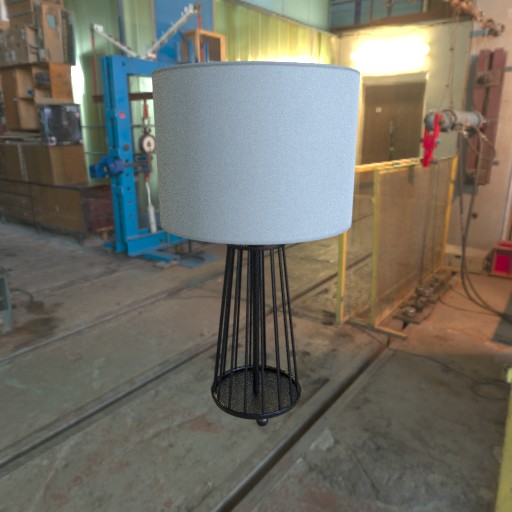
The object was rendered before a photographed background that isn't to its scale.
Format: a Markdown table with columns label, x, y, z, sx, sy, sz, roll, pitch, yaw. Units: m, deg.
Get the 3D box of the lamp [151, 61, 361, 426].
| label | x | y | z | sx | sy | sz | roll | pitch | yaw |
| --- | --- | --- | --- | --- | --- | --- | --- | --- | --- |
| lamp | 0.000 | 0.000 | 0.781 | 0.322 | 0.593 | 0.322 | -3 | 17 | -9 |
